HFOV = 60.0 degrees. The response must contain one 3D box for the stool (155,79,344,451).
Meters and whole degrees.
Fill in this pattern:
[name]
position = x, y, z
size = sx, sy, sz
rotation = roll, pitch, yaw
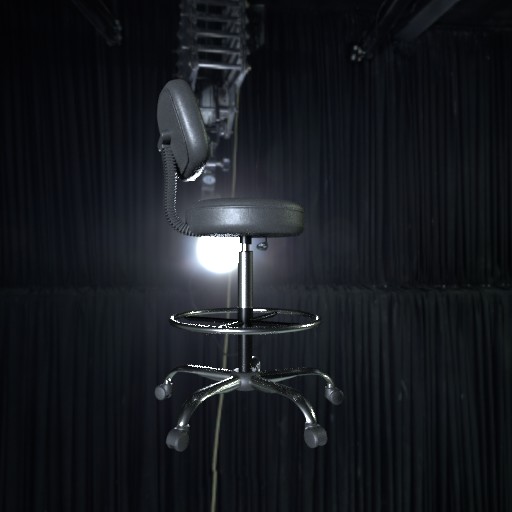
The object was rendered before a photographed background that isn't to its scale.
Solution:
[stool]
position = 0.000, 0.000, 1.526
size = 0.658, 1.069, 0.694
rotation = 0, 0, -17
